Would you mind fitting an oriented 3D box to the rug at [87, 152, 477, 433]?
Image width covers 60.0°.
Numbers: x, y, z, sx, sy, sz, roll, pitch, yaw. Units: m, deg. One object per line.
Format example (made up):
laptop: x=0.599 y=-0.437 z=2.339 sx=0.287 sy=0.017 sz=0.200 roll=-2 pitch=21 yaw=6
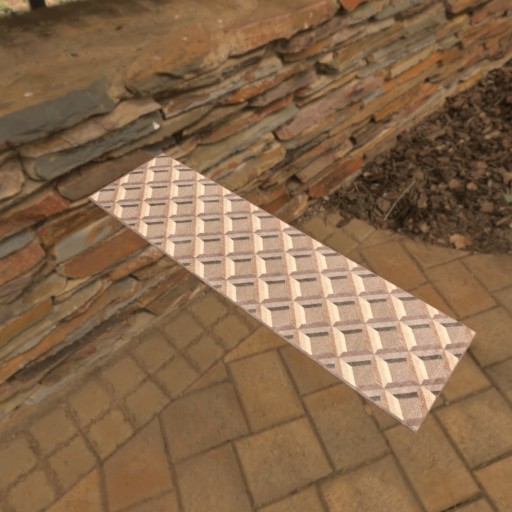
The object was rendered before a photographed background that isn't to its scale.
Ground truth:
rug: x=0.000 y=0.000 z=2.655 sx=2.437 sy=0.013 sz=0.685 roll=32 pitch=56 yaw=26
